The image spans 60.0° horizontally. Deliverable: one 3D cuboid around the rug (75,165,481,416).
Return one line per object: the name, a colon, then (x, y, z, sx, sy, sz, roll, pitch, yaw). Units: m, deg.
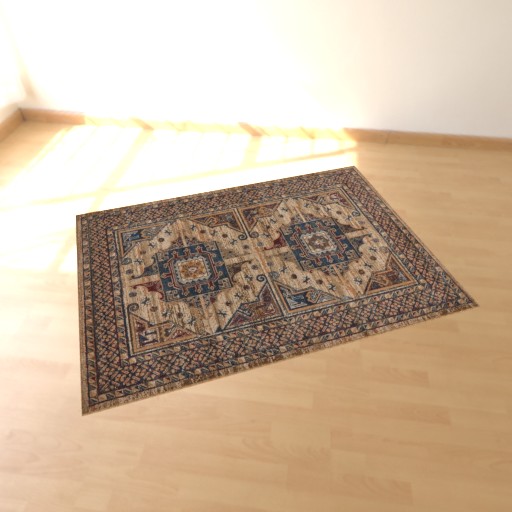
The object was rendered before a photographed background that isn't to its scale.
rug: (0.000, 0.000, 2.886, 2.227, 0.008, 1.611, -12, 44, -13)
